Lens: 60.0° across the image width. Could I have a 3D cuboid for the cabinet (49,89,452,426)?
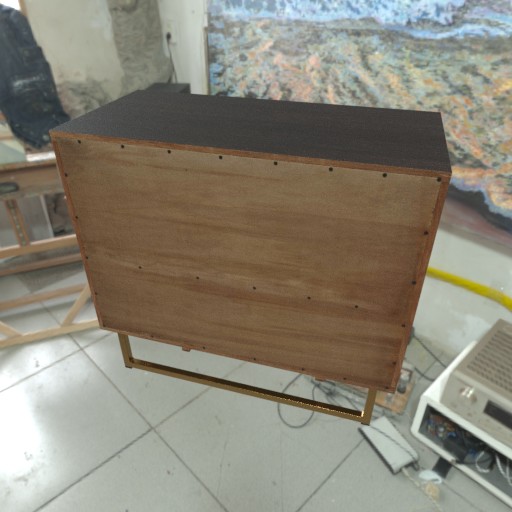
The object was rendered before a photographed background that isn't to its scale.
[{"bbox_3d":[0.000,0.000,1.414,0.950,0.860,0.451,9,34,14],"label":"cabinet"}]
